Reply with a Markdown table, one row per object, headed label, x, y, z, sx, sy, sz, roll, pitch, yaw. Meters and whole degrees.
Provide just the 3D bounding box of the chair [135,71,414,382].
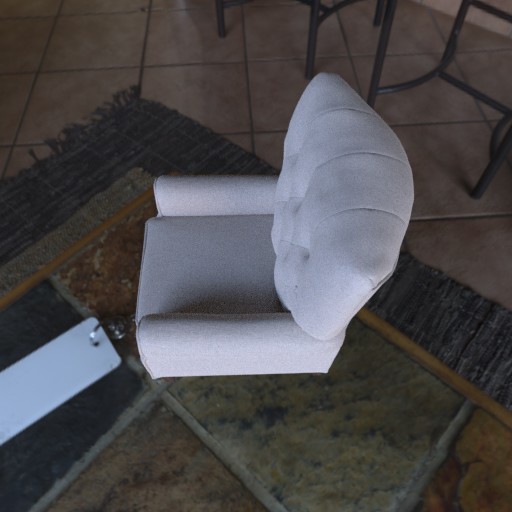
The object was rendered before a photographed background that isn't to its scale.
| label | x | y | z | sx | sy | sz | roll | pitch | yaw |
| --- | --- | --- | --- | --- | --- | --- | --- | --- | --- |
| chair | 0.000 | 0.000 | 1.888 | 1.025 | 1.209 | 0.942 | -1 | 58 | -1 |
